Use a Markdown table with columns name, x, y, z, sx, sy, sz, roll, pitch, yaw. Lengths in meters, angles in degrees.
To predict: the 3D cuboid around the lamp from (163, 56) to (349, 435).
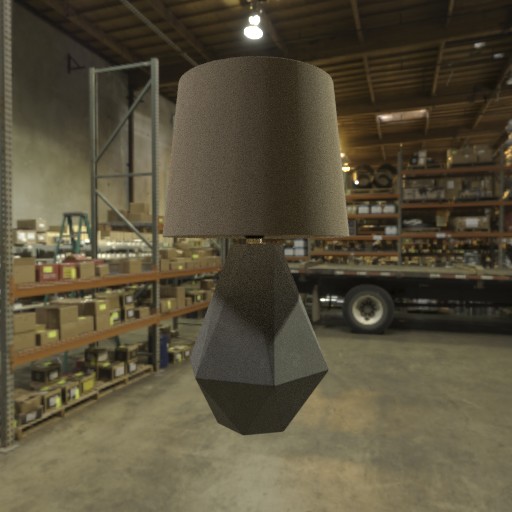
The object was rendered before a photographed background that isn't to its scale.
| name | x | y | z | sx | sy | sz | roll | pitch | yaw |
| --- | --- | --- | --- | --- | --- | --- | --- | --- | --- |
| lamp | 0.000 | 0.000 | 0.670 | 0.276 | 0.501 | 0.276 | 0 | 1 | 0 |
